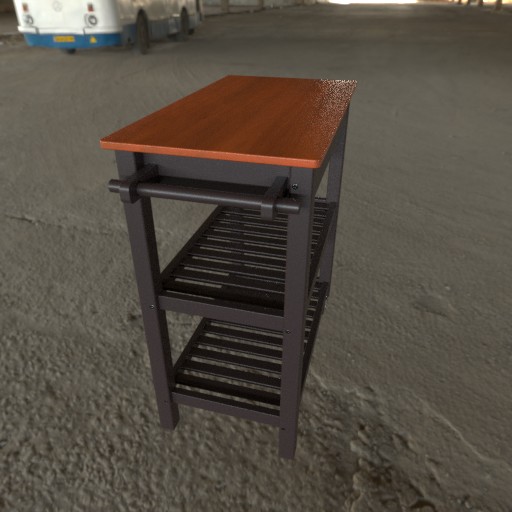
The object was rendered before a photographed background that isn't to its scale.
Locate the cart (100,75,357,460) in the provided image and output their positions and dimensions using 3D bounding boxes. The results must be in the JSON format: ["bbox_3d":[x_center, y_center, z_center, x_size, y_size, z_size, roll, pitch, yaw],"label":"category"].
[{"bbox_3d":[0.000,0.000,1.412,0.457,0.927,0.899,8,32,13],"label":"cart"}]
